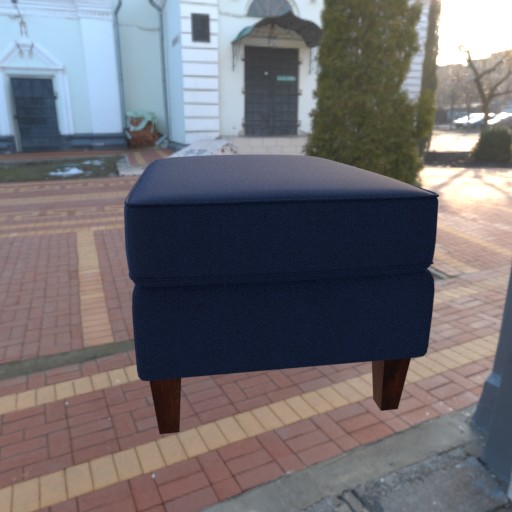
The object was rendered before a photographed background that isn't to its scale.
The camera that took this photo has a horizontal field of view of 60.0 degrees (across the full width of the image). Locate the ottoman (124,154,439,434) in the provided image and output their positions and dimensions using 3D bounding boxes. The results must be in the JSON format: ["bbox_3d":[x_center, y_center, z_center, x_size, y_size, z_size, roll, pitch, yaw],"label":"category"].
[{"bbox_3d":[0.000,0.000,1.401,0.686,0.584,0.965,-3,18,-9],"label":"ottoman"}]
